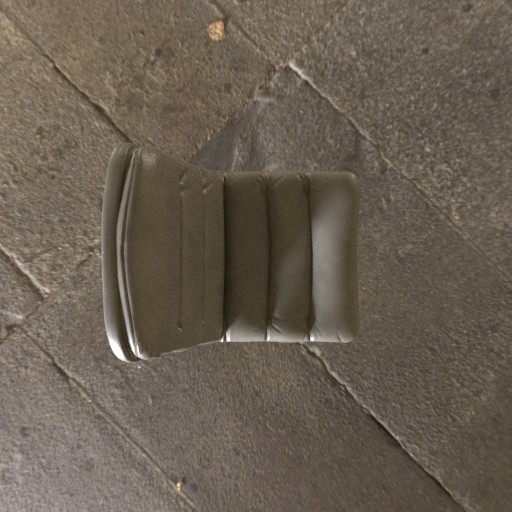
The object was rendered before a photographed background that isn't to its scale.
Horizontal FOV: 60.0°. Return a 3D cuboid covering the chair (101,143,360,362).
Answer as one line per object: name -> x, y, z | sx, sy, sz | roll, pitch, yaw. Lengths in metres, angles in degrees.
chair -> 0.000, 0.000, 1.036 | 0.485, 0.738, 0.422 | 0, 89, -1
